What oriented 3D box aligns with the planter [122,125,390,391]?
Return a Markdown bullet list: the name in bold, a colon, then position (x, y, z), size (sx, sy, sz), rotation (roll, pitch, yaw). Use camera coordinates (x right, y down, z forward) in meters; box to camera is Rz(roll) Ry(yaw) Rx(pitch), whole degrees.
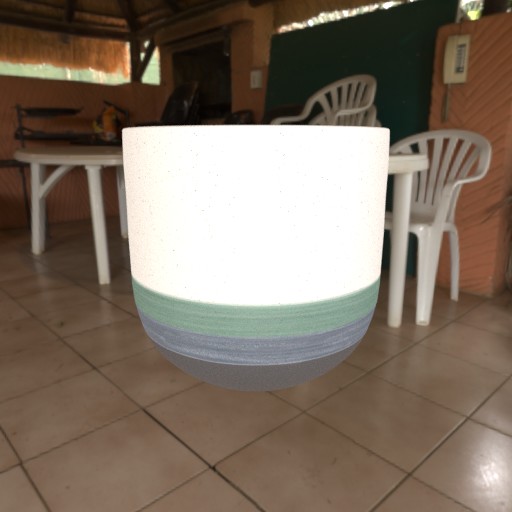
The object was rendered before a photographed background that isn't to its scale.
- **planter**: position (0.000, 0.000, 0.492), size (0.268, 0.270, 0.268), rotation (0, 14, 0)
